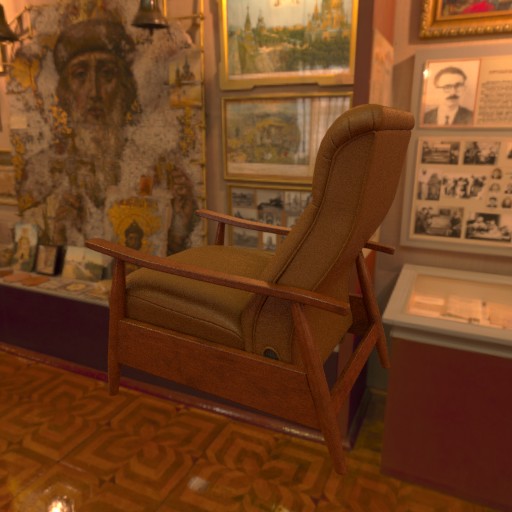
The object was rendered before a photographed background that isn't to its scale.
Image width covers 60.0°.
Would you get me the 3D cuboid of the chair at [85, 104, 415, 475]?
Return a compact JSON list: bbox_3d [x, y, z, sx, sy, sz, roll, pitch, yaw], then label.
[{"bbox_3d":[0.000,0.000,1.727,1.014,1.082,0.762,8,18,26],"label":"chair"}]
